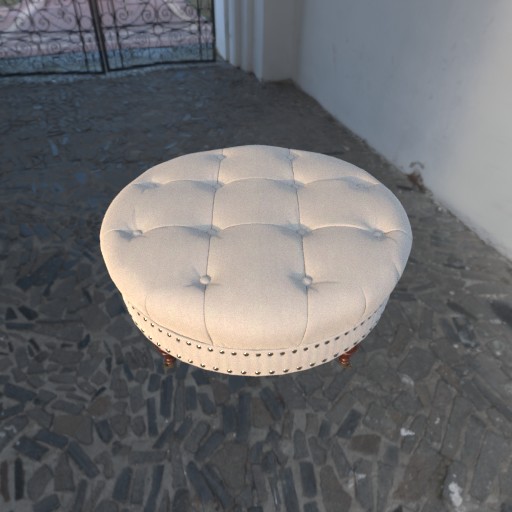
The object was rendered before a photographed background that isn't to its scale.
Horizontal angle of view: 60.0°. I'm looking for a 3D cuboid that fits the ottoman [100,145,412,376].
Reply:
[{"bbox_3d":[0.000,0.000,1.419,0.901,0.439,0.901,0,40,0],"label":"ottoman"}]
